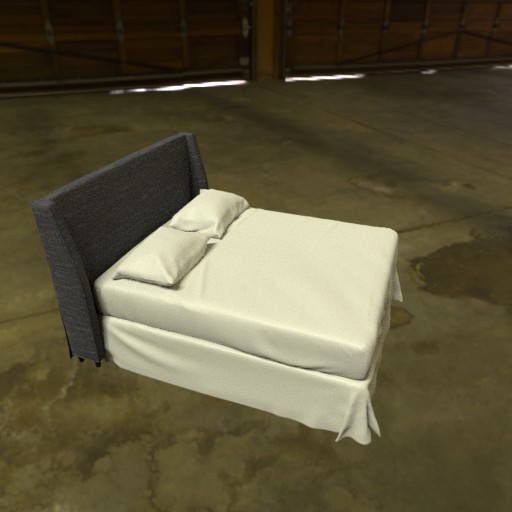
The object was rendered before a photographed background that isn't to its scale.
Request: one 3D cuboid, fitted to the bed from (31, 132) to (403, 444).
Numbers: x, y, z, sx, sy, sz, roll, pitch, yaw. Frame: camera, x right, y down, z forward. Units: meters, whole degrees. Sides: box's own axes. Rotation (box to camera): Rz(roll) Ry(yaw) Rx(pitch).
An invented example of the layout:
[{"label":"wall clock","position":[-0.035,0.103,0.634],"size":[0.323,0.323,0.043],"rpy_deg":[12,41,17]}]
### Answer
[{"label":"bed","position":[0.000,0.000,3.451],"size":[2.276,1.332,1.925],"rpy_deg":[11,31,18]}]
